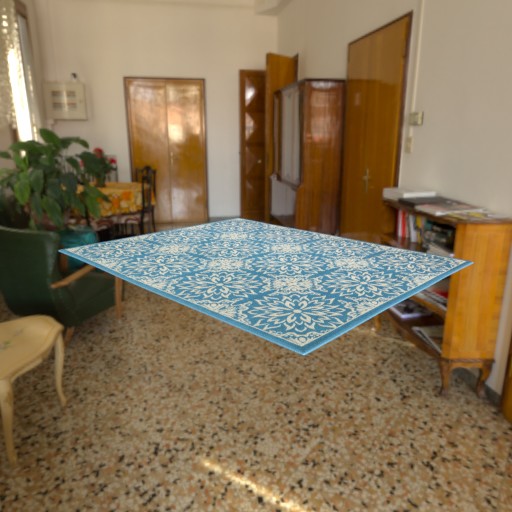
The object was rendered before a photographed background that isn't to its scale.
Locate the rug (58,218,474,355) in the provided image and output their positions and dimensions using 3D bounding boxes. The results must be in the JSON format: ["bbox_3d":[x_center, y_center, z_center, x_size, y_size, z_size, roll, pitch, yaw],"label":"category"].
[{"bbox_3d":[0.000,0.000,4.019,2.964,0.018,2.350,15,21,42],"label":"rug"}]
